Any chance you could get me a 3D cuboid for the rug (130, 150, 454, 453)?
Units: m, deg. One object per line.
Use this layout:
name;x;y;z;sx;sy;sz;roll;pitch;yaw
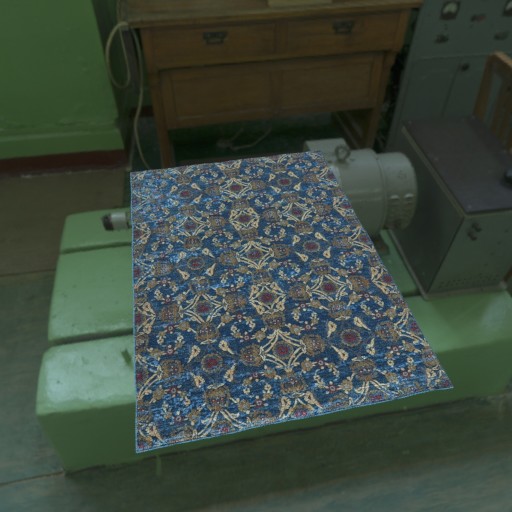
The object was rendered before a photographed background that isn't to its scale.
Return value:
rug;0.000;0.000;4.268;2.337;0.013;3.291;-9;46;-8
